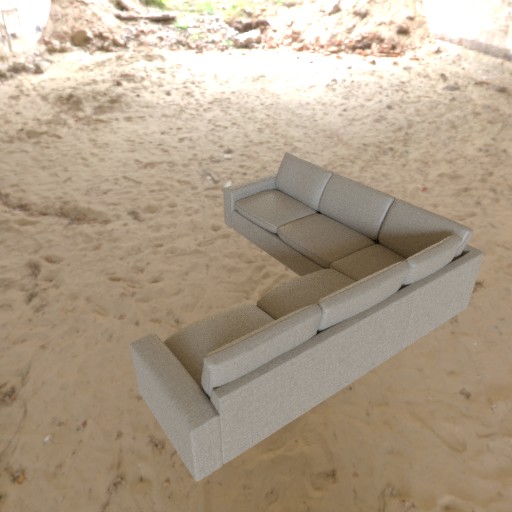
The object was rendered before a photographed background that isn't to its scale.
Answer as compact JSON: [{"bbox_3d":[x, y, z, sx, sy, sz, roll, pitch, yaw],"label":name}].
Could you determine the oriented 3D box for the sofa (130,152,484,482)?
[{"bbox_3d":[0.000,0.000,3.925,2.742,0.800,2.622,-21,37,-30],"label":"sofa"}]
